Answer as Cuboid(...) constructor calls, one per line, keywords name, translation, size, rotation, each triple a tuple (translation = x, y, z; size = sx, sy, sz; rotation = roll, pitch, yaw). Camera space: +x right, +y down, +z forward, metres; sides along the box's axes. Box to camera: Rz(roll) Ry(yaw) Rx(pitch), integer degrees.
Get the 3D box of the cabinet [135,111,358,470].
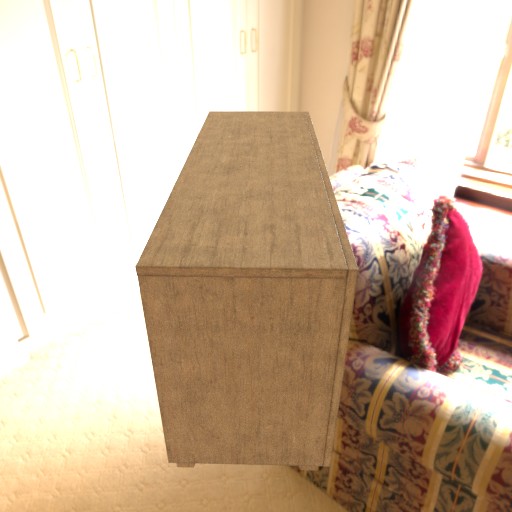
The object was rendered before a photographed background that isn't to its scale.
Cuboid(name="cabinet", translation=(0.000, 0.000, 1.835), size=(0.511, 0.825, 1.460), rotation=(1, 31, 1))
